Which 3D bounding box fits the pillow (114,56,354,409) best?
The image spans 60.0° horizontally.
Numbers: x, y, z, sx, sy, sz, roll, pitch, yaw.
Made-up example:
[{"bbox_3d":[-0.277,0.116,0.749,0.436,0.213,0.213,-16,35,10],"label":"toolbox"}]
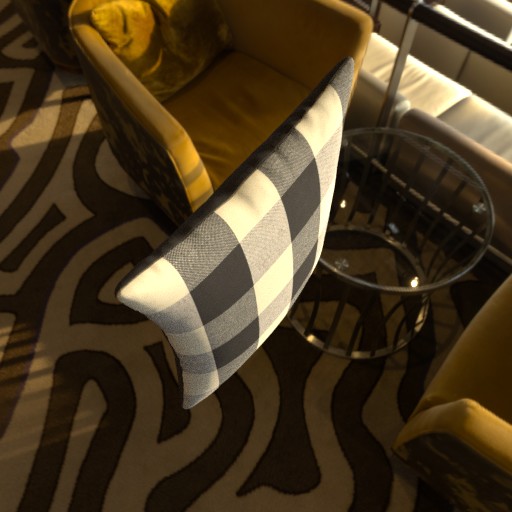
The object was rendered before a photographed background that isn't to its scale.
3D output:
[{"bbox_3d":[0.000,0.000,0.793,0.161,0.509,0.511,31,63,18],"label":"pillow"}]
